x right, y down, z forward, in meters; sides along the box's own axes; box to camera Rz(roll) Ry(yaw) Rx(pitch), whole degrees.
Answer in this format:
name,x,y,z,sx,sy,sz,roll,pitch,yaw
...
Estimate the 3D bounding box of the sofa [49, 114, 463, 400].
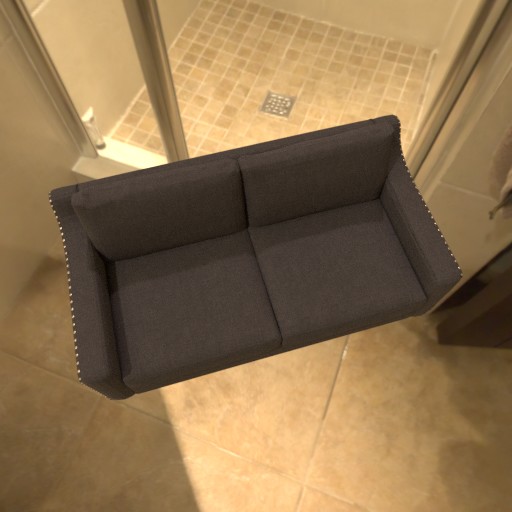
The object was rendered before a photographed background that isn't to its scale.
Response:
name,x,y,z,sx,sy,sz,roll,pitch,yaw
sofa,0.000,0.000,3.217,2.550,1.196,1.336,-14,64,-7
